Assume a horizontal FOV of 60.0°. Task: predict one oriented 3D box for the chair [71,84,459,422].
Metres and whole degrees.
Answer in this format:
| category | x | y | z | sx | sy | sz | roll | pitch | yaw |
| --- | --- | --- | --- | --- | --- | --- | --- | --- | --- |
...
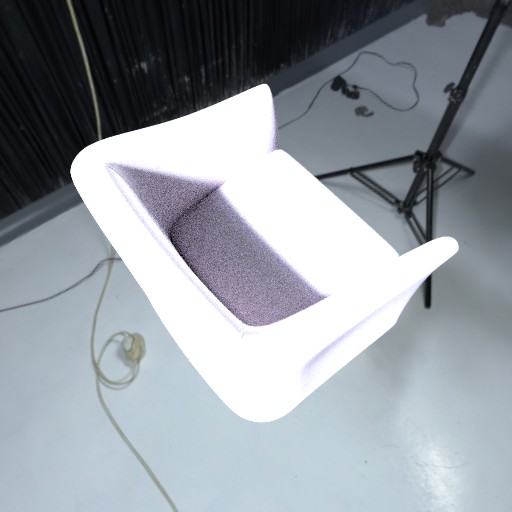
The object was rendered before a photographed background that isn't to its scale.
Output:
| category | x | y | z | sx | sy | sz | roll | pitch | yaw |
| --- | --- | --- | --- | --- | --- | --- | --- | --- | --- |
| chair | 0.000 | 0.000 | 1.333 | 0.700 | 0.720 | 0.790 | -34 | 65 | -19 |
